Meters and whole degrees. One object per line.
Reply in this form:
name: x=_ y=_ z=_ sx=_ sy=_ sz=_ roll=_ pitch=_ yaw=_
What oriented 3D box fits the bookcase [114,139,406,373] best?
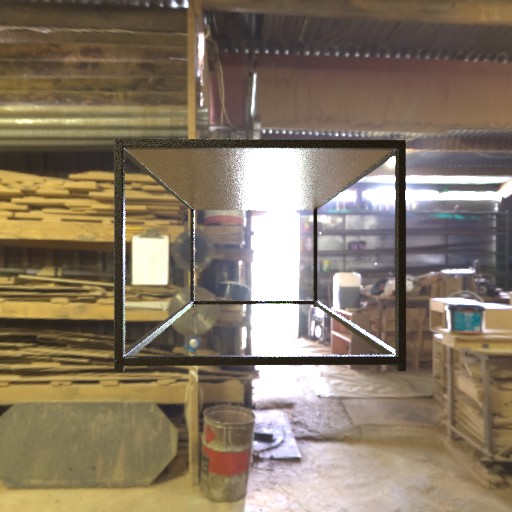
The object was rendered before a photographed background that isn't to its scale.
bookcase: x=0.000 y=0.000 z=1.257 sx=0.500 sy=0.400 sz=1.000 roll=0 pitch=0 yaw=-1
